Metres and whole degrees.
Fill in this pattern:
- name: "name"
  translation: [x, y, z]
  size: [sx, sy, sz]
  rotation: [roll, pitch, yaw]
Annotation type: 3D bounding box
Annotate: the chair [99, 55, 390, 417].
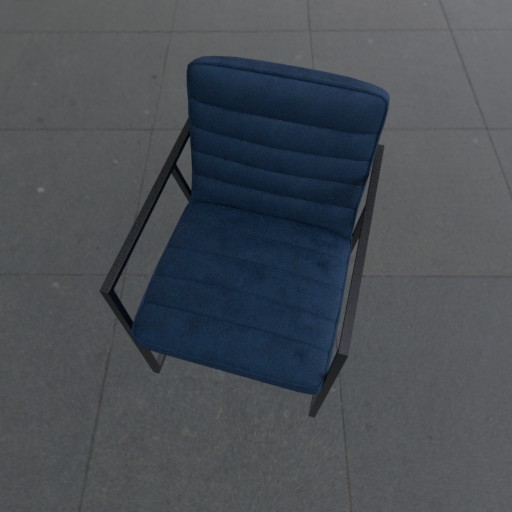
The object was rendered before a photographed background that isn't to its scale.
- name: "chair"
  translation: [0.000, 0.000, 1.292]
  size: [0.571, 0.833, 0.677]
  rotation: [13, 60, 8]
